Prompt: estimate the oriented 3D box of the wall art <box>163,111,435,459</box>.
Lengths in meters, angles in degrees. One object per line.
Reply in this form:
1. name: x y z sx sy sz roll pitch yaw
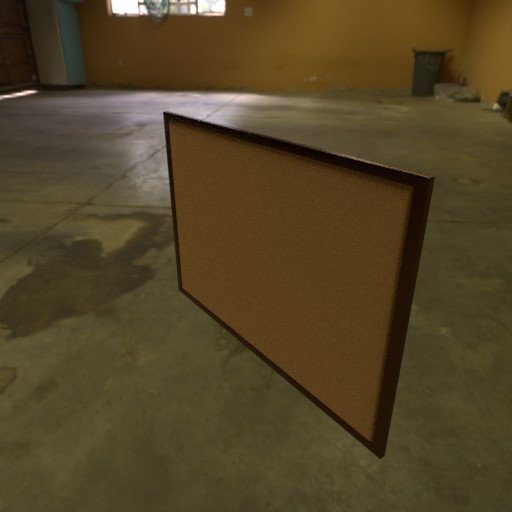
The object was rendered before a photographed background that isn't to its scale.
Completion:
1. wall art: 0.000 0.000 1.035 0.014 0.559 0.816 -18 31 -33
